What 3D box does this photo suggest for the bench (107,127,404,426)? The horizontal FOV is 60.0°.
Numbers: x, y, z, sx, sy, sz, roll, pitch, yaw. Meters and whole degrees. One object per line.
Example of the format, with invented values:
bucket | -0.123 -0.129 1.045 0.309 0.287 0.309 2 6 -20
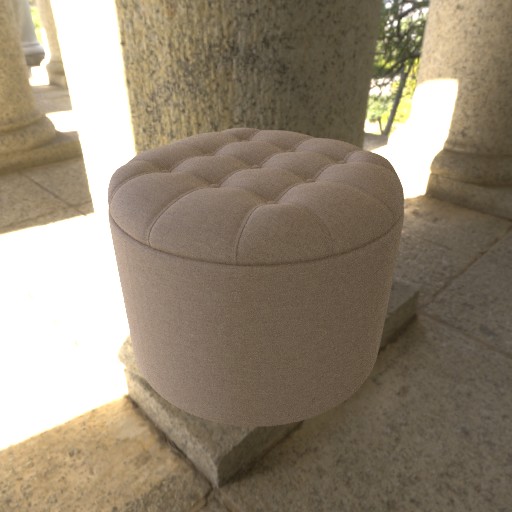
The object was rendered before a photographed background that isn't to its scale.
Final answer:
bench | 0.000 0.000 1.004 0.600 0.454 0.600 0 31 0
